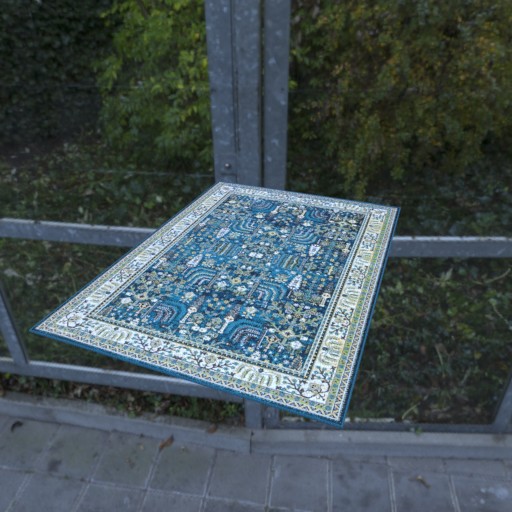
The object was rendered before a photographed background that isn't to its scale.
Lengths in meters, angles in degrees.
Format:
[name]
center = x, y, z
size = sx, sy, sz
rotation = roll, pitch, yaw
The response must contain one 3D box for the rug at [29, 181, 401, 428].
[rug]
center = 0.000, 0.000, 2.871
size = 1.594, 0.013, 2.213
rotation = 11, 33, 18
